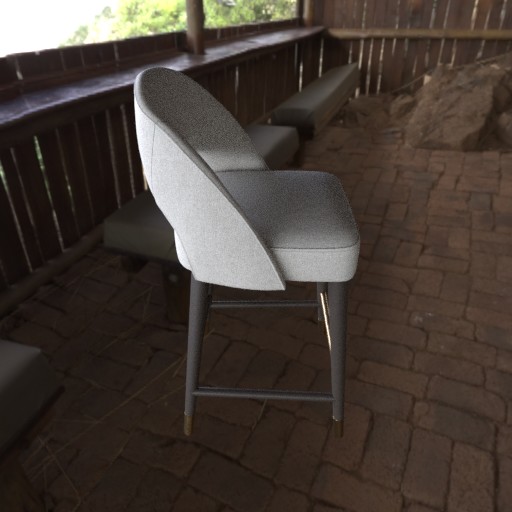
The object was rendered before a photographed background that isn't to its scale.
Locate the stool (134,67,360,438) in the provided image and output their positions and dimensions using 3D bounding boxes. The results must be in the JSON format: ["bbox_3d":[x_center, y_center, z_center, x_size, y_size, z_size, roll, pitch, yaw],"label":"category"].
[{"bbox_3d":[0.000,0.000,1.206,0.509,0.940,0.494,1,32,1],"label":"stool"}]
